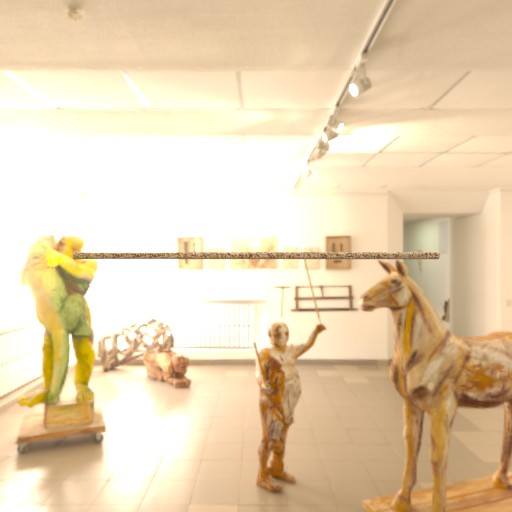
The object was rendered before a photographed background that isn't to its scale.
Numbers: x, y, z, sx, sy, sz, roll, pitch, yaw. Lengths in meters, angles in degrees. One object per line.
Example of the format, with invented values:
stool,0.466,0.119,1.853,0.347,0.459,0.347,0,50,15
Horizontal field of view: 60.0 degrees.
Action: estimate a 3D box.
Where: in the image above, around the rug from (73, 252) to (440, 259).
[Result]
rug,0.000,0.000,3.039,1.524,0.030,2.438,0,0,0
